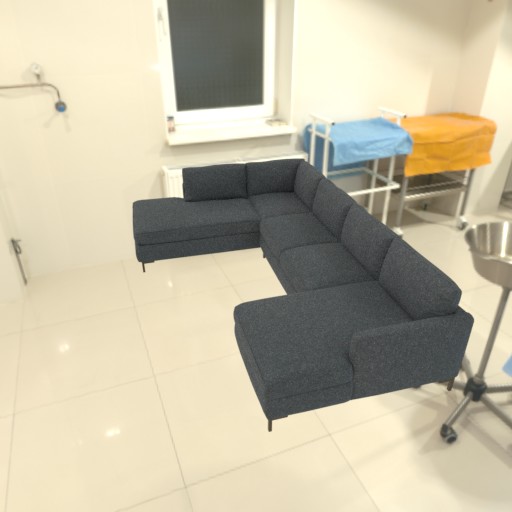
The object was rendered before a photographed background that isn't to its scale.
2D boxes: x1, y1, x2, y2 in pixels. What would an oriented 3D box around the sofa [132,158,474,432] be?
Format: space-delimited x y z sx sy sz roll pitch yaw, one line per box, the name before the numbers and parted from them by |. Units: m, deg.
sofa | 0.000 0.000 3.781 2.007 0.813 2.956 -8 30 -13
